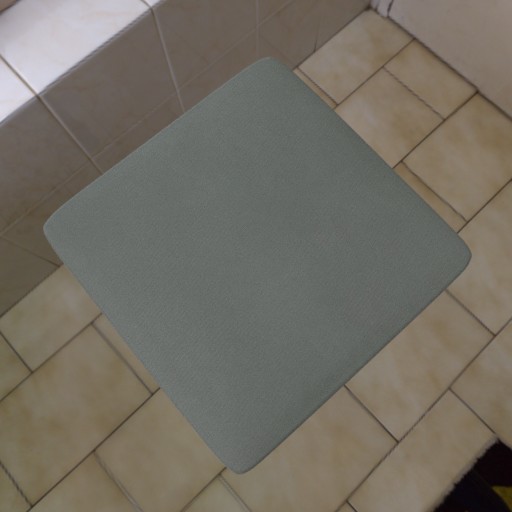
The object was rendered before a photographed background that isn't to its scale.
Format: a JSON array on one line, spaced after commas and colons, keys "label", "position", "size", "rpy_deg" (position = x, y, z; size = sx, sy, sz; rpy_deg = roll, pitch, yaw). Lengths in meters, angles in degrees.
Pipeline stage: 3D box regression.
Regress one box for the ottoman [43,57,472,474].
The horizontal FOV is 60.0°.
[{"label": "ottoman", "position": [0.000, 0.000, 1.320], "size": [0.843, 0.441, 0.842], "rpy_deg": [-40, 79, -9]}]
